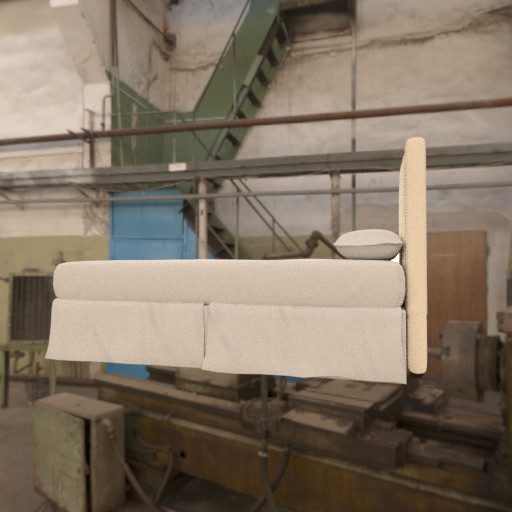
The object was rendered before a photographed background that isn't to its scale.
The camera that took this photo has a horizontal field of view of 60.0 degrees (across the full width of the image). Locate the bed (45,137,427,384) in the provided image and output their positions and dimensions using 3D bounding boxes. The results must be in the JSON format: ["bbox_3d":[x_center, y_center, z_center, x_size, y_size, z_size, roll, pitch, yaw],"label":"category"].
[{"bbox_3d":[0.000,0.000,3.597,2.477,1.437,1.977,0,-1,17],"label":"bed"}]
